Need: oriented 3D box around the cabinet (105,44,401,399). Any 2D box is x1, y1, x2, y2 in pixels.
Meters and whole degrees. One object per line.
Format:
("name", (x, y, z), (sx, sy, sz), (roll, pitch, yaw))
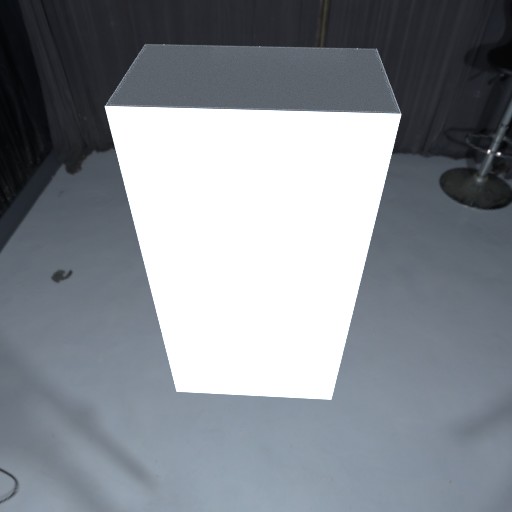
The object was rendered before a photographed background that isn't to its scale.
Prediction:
("cabinet", (0.000, 0.000, 2.343), (0.980, 1.920, 0.580), (2, 45, 2))
